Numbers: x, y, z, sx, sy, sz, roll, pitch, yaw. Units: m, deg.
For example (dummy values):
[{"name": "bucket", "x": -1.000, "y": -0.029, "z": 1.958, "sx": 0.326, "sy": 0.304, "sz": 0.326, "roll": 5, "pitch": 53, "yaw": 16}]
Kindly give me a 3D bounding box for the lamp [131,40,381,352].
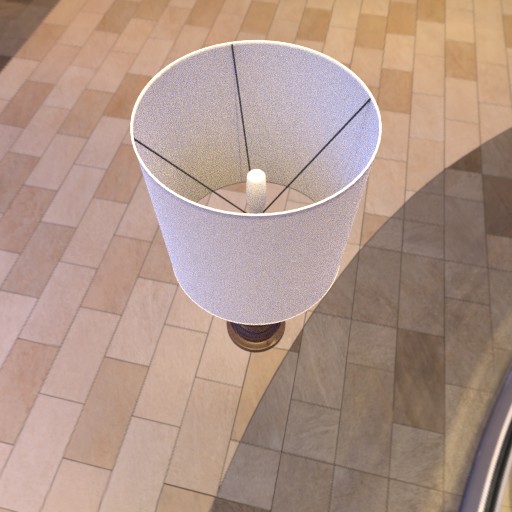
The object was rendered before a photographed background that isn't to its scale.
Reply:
[{"name": "lamp", "x": 0.000, "y": 0.000, "z": 0.566, "sx": 0.208, "sy": 0.455, "sz": 0.208, "roll": -30, "pitch": 63, "yaw": -17}]
